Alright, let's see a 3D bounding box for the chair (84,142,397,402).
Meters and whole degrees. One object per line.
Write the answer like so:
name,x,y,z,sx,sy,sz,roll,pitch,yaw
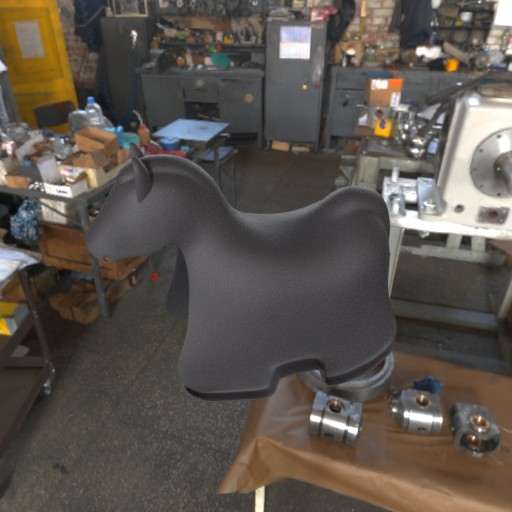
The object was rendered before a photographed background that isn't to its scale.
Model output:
chair,0.000,0.000,1.144,0.800,0.612,0.429,-9,33,-14
